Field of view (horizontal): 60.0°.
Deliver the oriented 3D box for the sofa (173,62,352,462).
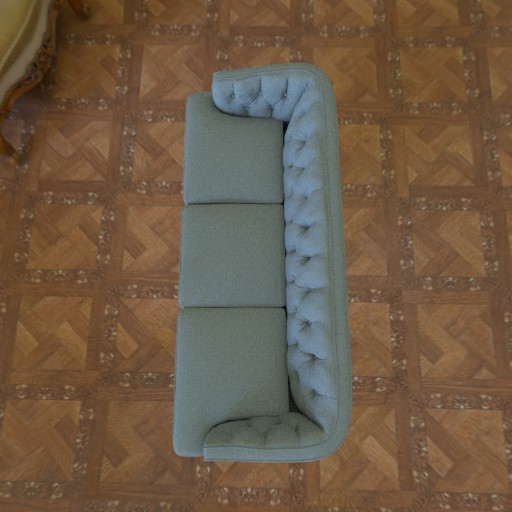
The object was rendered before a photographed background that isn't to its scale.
[{"bbox_3d":[0.000,0.000,2.728,0.941,0.855,2.278,0,75,0],"label":"sofa"}]
